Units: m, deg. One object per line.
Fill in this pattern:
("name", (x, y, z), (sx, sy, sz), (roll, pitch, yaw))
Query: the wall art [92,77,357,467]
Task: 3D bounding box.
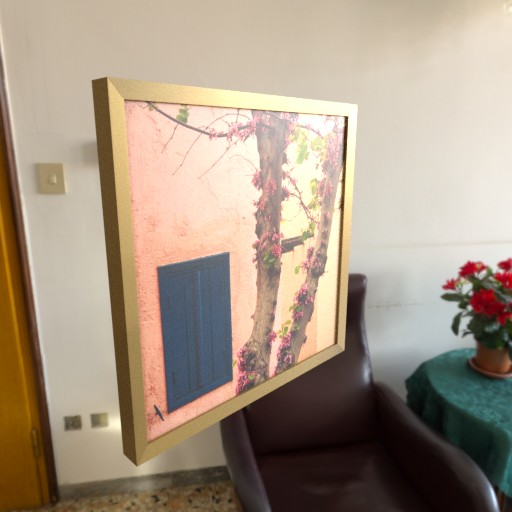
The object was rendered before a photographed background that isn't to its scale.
("wall art", (0.000, 0.000, 0.742), (0.038, 0.508, 0.507), (14, 20, 43))
